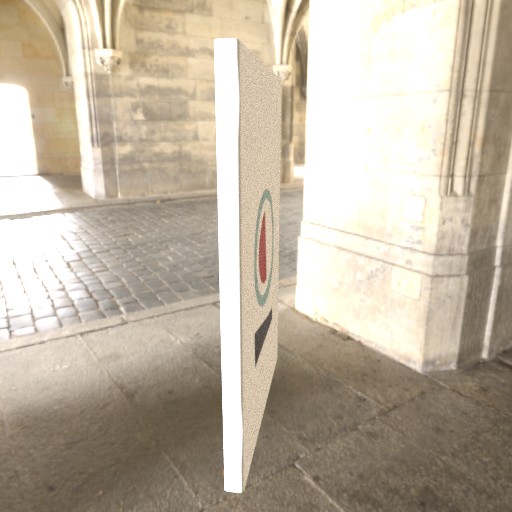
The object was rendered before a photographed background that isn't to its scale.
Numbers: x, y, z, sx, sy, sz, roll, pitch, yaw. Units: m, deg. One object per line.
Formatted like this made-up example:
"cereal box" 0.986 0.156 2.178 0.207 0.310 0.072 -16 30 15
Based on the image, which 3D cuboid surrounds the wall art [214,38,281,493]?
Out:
"wall art" 0.000 0.000 1.126 0.048 0.902 0.602 3 16 9
